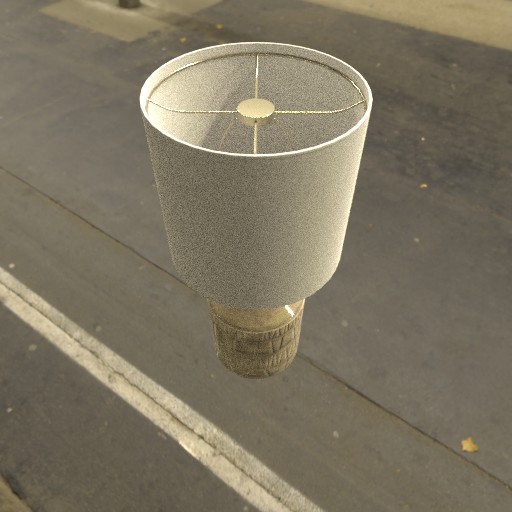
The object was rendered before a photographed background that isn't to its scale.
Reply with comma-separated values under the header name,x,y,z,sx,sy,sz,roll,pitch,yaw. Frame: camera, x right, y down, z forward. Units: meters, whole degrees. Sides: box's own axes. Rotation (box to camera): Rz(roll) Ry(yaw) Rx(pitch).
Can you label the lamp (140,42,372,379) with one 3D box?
name,x,y,z,sx,sy,sz,roll,pitch,yaw
lamp,0.000,0.000,0.575,0.211,0.455,0.211,11,48,10
